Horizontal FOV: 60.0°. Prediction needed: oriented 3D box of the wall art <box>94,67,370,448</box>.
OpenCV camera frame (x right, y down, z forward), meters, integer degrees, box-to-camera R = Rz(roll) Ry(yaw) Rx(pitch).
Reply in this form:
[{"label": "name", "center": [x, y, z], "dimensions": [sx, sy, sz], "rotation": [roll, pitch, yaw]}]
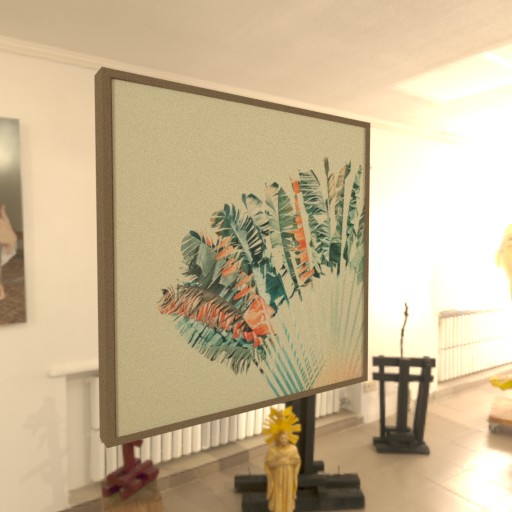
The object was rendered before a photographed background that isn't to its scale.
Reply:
[{"label": "wall art", "center": [0.000, 0.000, 0.744], "dimensions": [0.508, 0.506, 0.038], "rotation": [-2, 3, -34]}]
